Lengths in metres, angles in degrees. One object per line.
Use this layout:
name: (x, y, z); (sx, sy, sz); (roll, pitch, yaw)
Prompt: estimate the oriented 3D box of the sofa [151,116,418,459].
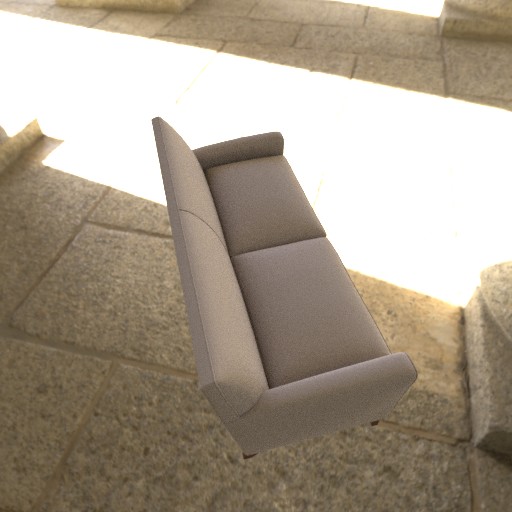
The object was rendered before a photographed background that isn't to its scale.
sofa: (0.000, 0.000, 2.508); (0.875, 0.846, 2.000); (-10, 47, -10)
